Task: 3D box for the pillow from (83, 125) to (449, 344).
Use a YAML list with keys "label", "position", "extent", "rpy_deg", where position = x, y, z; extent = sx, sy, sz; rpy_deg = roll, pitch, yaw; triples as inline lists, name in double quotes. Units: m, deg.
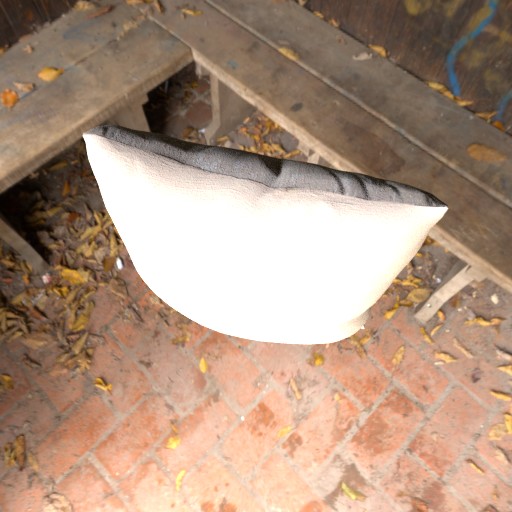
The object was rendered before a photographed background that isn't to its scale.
- label: "pillow"
  position: [0.000, 0.000, 0.713]
  extent: [0.450, 0.448, 0.245]
  rpy_deg: [14, 66, 7]
